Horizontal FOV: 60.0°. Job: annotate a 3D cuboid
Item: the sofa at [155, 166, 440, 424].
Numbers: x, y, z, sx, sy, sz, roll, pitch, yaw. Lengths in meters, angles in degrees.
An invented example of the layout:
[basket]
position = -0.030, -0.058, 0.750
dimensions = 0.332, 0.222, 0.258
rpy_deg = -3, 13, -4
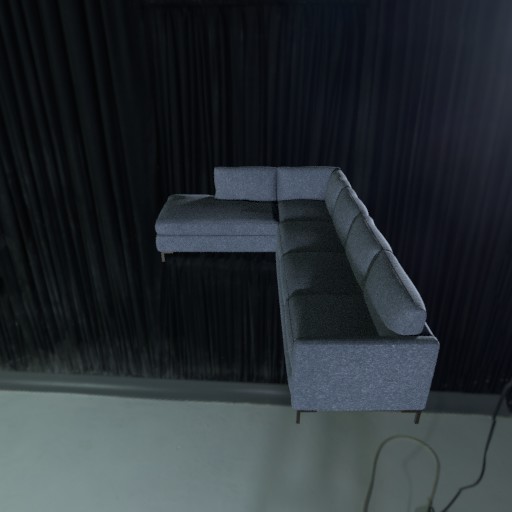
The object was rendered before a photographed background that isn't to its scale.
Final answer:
[sofa]
position = 0.000, 0.000, 3.778
dimensions = 2.007, 0.815, 2.949
rpy_deg = 0, 27, 0
